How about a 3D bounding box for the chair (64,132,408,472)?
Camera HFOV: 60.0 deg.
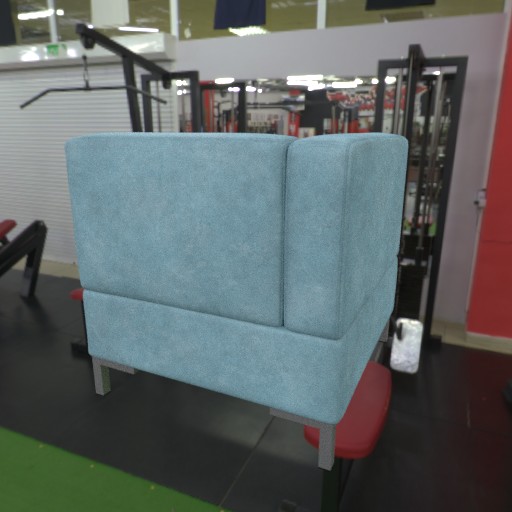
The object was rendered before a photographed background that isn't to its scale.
[{"bbox_3d":[0.000,0.000,1.224,0.684,0.660,0.691,8,18,25],"label":"chair"}]
